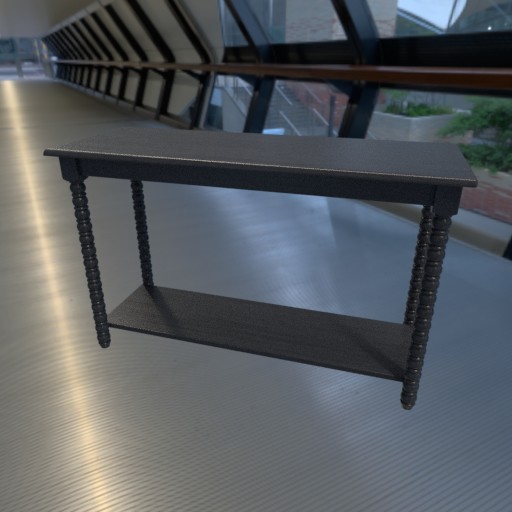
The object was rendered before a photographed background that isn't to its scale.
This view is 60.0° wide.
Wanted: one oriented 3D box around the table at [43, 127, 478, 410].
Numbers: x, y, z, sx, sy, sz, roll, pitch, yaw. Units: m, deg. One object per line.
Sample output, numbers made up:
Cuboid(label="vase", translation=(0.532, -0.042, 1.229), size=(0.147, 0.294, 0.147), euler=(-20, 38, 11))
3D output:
Cuboid(label="table", translation=(0.000, 0.000, 1.501), size=(1.184, 0.735, 0.459), euler=(7, 26, 15))
